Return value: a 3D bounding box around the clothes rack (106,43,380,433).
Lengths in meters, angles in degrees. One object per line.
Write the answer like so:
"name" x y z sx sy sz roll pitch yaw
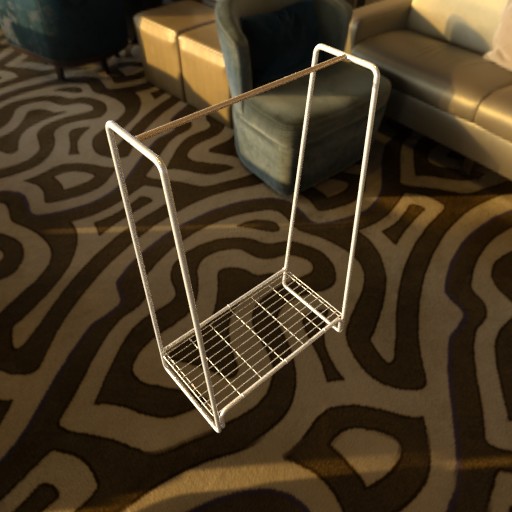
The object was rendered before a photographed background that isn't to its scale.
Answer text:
"clothes rack" 0.000 0.000 1.936 0.900 1.500 0.495 -32 54 -27
